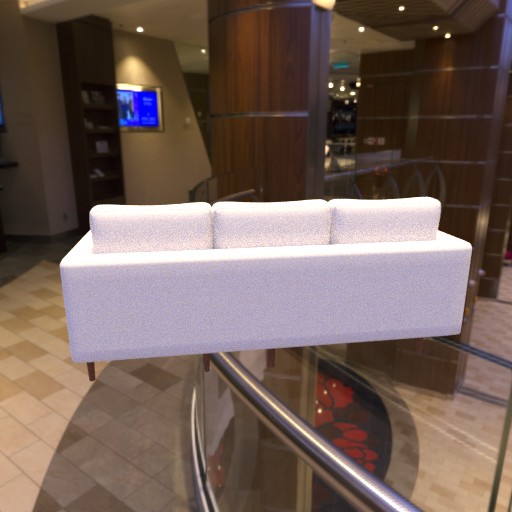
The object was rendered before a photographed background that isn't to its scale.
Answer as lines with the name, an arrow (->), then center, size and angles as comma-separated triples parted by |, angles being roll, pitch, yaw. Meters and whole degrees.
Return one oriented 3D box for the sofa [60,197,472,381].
sofa -> 0.000, 0.000, 2.919 | 2.029, 0.899, 1.580 | -2, 16, -9
